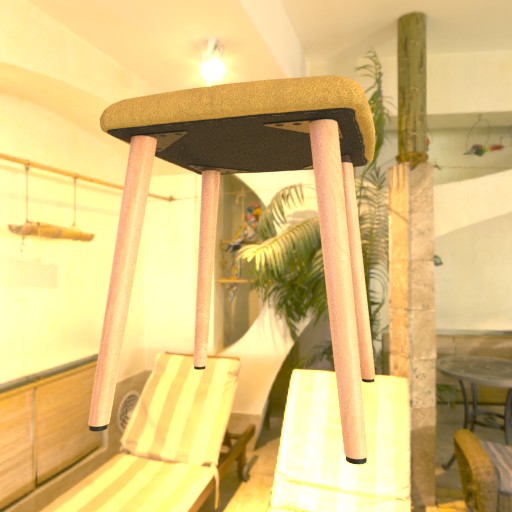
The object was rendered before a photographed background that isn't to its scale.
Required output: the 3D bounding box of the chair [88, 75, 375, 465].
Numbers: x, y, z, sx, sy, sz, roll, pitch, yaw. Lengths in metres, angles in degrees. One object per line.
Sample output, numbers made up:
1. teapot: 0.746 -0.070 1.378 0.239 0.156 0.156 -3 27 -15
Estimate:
1. chair: 0.000 0.000 0.672 0.350 0.440 0.350 0 0 16
